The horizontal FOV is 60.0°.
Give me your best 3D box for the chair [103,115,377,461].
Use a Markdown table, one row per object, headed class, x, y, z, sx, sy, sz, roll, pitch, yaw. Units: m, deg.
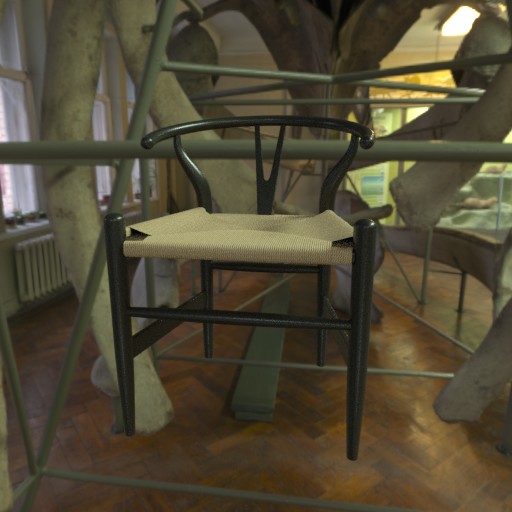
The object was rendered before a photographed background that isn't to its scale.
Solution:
| class | x | y | z | sx | sy | sz | roll | pitch | yaw |
| --- | --- | --- | --- | --- | --- | --- | --- | --- | --- |
| chair | 0.000 | 0.000 | 1.152 | 0.570 | 0.739 | 0.570 | 2 | 13 | 9 |
